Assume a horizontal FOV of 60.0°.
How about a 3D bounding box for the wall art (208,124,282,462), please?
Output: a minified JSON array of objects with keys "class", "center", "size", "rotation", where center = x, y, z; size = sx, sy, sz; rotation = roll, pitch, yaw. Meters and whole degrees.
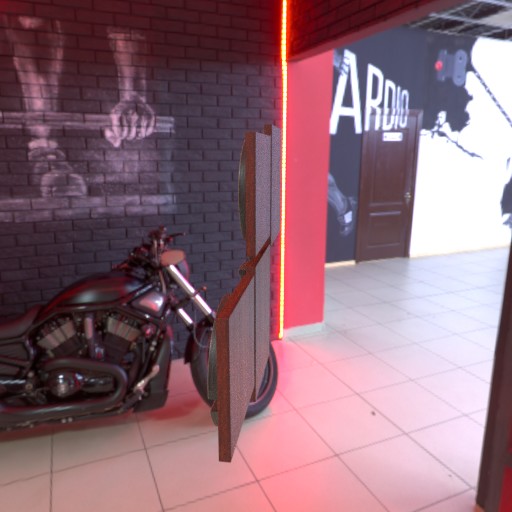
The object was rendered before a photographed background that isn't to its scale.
[{"class":"wall art","center":[0.000,0.000,0.847],"size":[0.030,0.497,0.635],"rotation":[2,13,8]}]
